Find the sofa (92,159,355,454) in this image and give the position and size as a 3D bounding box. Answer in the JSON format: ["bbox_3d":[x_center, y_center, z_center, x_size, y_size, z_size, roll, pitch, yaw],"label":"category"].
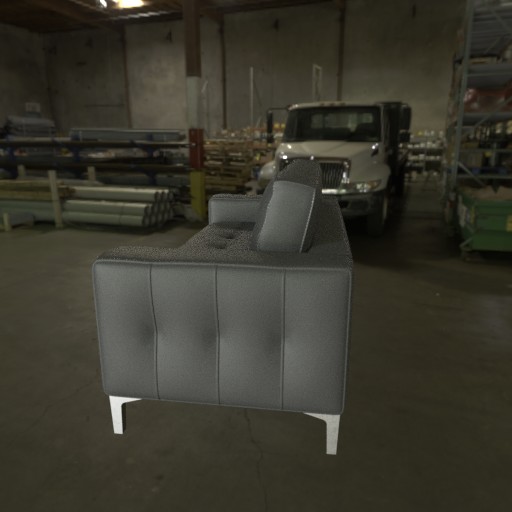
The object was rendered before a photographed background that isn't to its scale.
[{"bbox_3d":[0.000,0.000,2.183,0.833,0.893,1.726,2,15,8],"label":"sofa"}]
